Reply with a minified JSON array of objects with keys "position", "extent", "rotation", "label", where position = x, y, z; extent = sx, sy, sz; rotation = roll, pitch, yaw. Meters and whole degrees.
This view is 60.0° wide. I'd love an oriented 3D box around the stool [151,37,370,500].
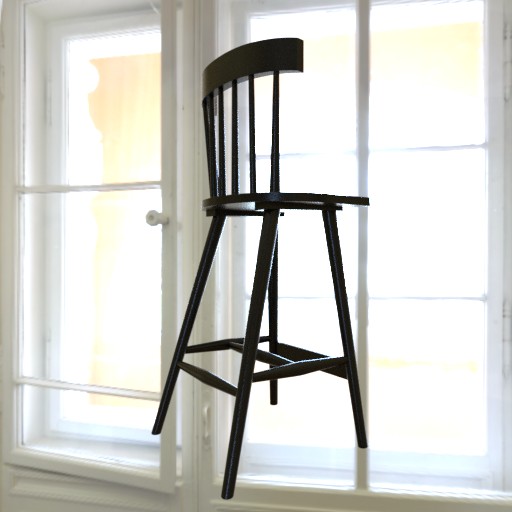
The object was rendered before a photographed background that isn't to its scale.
[{"position":[0.000,0.000,1.310],"extent":[0.483,1.092,0.482],"rotation":[-1,1,-35],"label":"stool"}]
